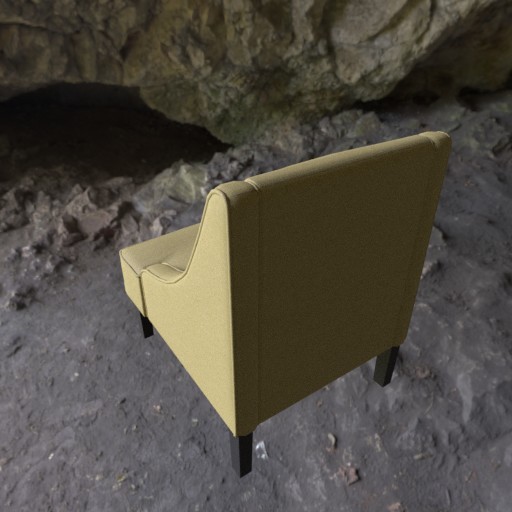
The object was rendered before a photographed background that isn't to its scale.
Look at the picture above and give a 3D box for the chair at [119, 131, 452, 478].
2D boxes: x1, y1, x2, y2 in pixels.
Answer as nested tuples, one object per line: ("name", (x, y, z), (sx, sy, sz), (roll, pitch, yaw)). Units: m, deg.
("chair", (0.000, 0.000, 1.471), (0.696, 0.896, 0.814), (-20, 37, -29))
